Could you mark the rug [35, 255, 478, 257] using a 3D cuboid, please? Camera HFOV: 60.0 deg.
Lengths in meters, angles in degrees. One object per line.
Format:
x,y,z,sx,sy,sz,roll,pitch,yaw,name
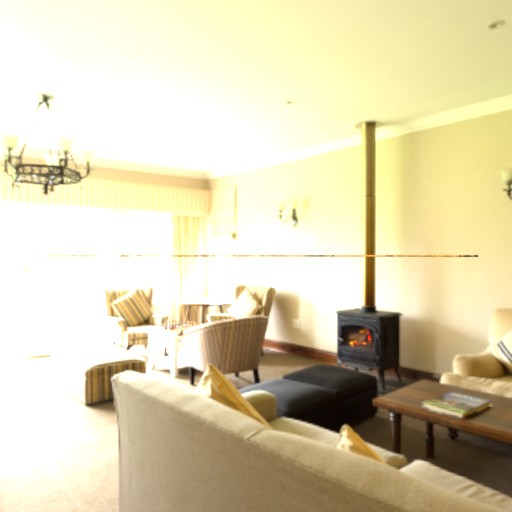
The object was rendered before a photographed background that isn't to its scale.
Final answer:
0.000,0.000,3.037,2.682,0.015,0.763,0,0,1,rug
